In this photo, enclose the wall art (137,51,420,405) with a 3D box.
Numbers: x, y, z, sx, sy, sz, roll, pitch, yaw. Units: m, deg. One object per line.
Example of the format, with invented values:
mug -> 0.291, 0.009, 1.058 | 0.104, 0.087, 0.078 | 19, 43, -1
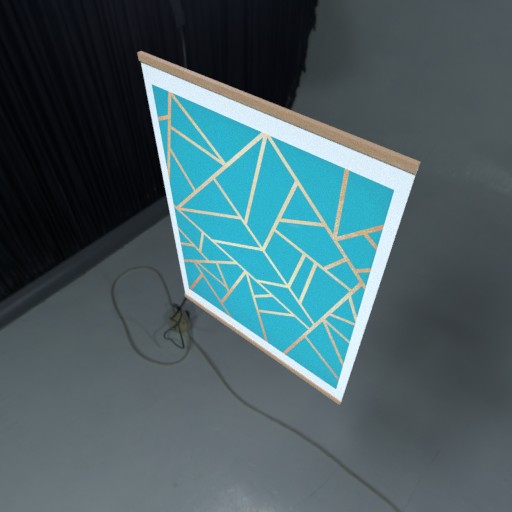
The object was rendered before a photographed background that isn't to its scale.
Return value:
wall art -> 0.000, 0.000, 1.339 | 0.758, 1.016, 0.013 | 31, 55, 25
